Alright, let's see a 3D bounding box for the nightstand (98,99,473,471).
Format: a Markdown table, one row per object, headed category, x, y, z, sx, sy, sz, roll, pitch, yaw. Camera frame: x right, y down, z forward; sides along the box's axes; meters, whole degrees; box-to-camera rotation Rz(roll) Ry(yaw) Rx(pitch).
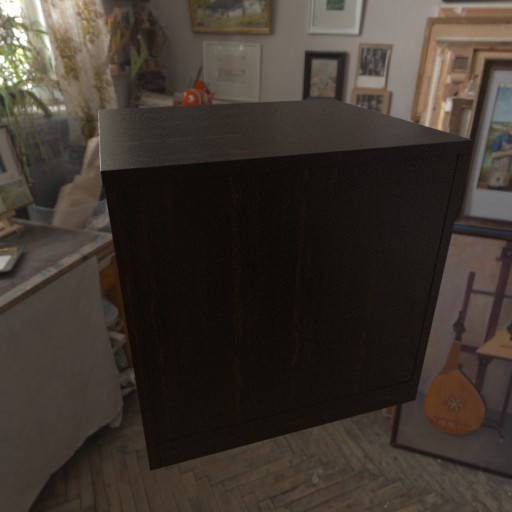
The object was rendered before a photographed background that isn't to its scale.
| category | x | y | z | sx | sy | sz | roll | pitch | yaw |
| --- | --- | --- | --- | --- | --- | --- | --- | --- | --- |
| nightstand | 0.000 | 0.000 | 0.832 | 0.489 | 0.487 | 0.427 | -8 | 28 | -16 |
